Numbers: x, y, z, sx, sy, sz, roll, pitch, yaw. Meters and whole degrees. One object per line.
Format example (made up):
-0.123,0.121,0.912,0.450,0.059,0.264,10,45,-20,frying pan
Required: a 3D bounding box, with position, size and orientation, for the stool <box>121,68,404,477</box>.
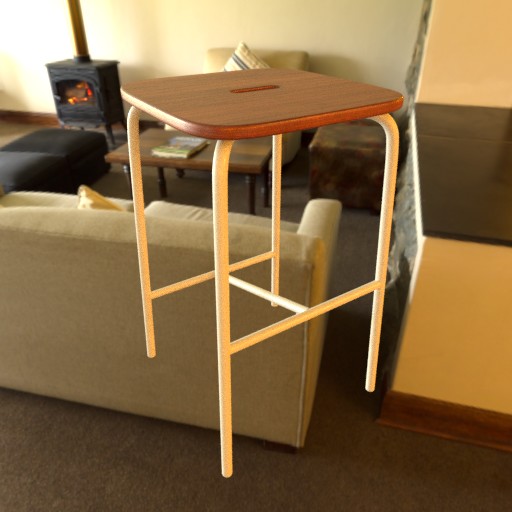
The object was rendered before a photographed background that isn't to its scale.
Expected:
0.000,0.000,0.850,0.376,0.610,0.376,-19,36,-28,stool
